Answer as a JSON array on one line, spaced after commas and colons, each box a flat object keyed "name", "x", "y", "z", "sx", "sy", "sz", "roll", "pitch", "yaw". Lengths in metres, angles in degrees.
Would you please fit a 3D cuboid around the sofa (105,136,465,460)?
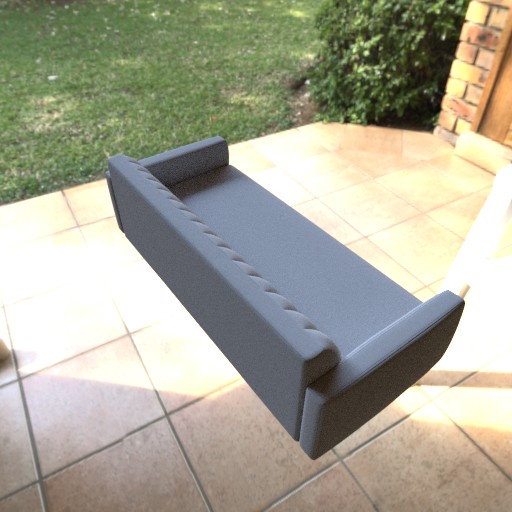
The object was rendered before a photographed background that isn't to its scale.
[{"name": "sofa", "x": 0.000, "y": 0.000, "z": 2.775, "sx": 0.990, "sy": 0.821, "sz": 2.291, "roll": -26, "pitch": 47, "yaw": -27}]
